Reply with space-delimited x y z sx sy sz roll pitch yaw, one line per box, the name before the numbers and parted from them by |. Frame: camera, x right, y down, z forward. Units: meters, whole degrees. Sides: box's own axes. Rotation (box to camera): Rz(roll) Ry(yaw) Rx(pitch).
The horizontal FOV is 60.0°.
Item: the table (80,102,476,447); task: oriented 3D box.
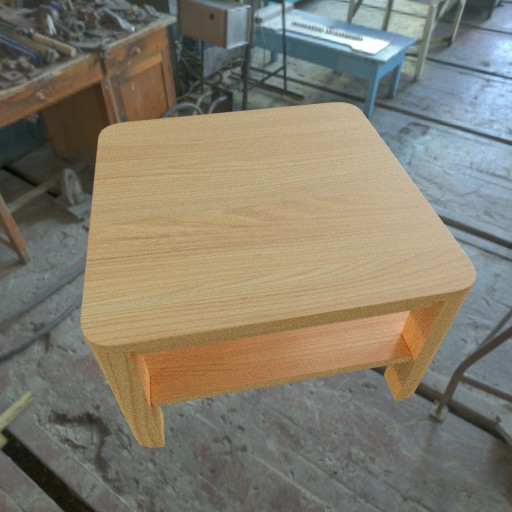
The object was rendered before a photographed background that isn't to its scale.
table | 0.000 0.000 1.201 0.750 0.450 0.750 -8 47 -8
